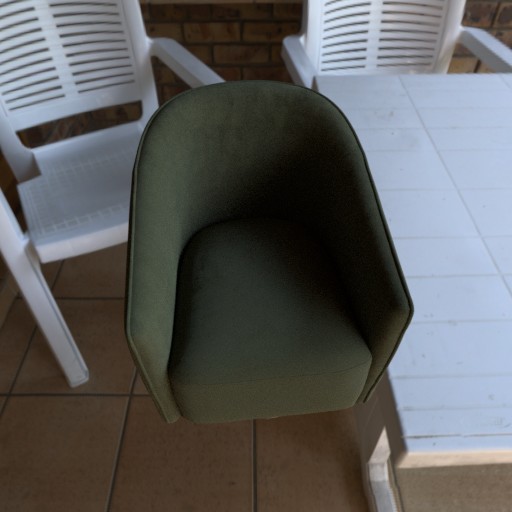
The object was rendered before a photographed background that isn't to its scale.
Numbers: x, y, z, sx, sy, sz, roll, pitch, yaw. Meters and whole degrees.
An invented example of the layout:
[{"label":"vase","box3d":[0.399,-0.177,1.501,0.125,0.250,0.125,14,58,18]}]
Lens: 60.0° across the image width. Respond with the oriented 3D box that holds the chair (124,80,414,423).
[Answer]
[{"label":"chair","box3d":[0.000,0.000,1.456,0.747,0.799,0.875,-4,46,-4]}]
